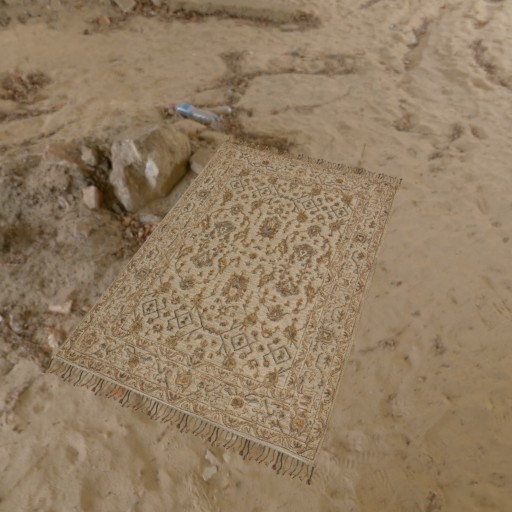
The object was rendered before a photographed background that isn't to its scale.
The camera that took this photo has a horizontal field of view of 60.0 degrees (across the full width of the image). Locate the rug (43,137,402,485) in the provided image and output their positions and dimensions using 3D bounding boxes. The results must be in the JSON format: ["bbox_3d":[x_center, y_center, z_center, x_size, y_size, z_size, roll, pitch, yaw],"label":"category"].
[{"bbox_3d":[0.000,0.000,2.958,1.529,0.027,2.434,17,50,15],"label":"rug"}]
